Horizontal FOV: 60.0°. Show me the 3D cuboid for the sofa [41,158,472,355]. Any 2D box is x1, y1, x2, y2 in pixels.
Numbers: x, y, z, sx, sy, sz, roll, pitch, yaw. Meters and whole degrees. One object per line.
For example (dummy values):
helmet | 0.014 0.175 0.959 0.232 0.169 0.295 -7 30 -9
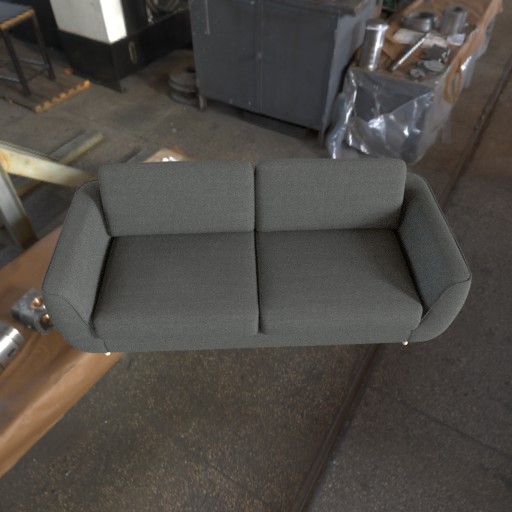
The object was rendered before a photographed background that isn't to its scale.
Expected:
sofa | 0.000 0.000 2.417 2.000 0.850 0.920 -2 46 -2
